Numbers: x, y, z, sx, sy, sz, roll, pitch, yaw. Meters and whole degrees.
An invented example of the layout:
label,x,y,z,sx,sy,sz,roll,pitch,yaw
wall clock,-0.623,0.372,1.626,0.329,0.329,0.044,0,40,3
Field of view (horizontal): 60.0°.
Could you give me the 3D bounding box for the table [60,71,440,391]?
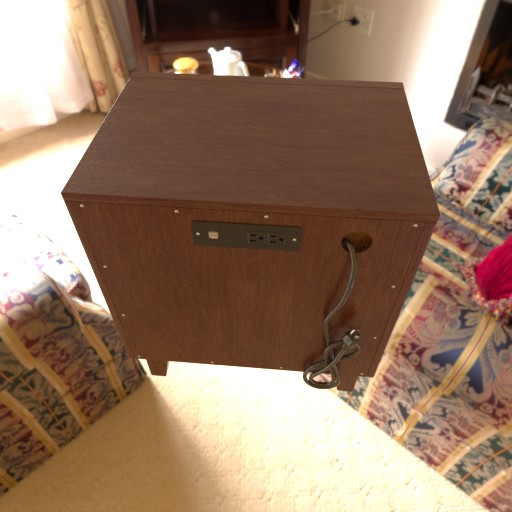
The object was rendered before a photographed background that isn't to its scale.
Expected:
label,x,y,z,sx,sy,sz,roll,pitch,yaw
table,0.000,0.000,0.989,0.557,0.609,0.449,4,47,3
